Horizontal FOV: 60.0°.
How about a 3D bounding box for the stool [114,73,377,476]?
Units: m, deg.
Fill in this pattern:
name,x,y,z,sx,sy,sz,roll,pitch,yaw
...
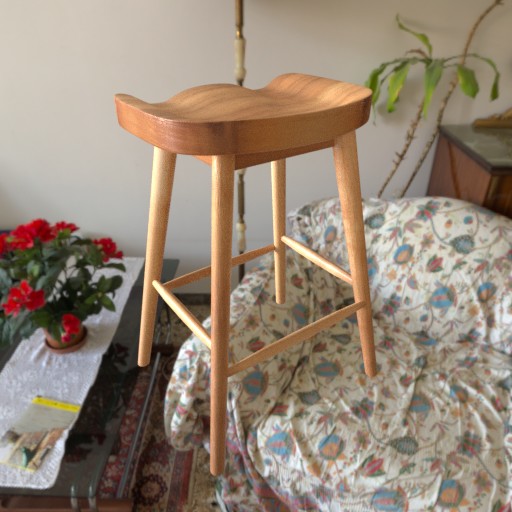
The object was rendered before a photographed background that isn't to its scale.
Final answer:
name,x,y,z,sx,sy,sz,roll,pitch,yaw
stool,0.000,0.000,0.878,0.440,0.615,0.361,-20,36,-30
